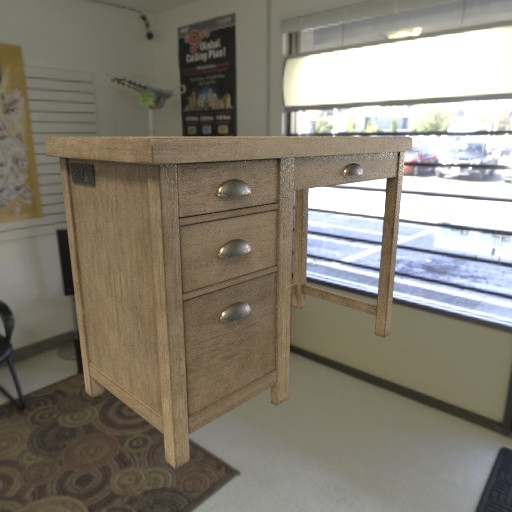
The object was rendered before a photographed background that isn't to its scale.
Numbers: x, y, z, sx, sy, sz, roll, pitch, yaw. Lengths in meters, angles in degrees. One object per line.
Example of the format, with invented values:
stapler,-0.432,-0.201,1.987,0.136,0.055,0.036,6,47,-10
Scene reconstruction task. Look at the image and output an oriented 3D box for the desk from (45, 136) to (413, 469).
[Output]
desk,0.000,0.000,1.757,0.610,0.912,1.289,14,21,42
